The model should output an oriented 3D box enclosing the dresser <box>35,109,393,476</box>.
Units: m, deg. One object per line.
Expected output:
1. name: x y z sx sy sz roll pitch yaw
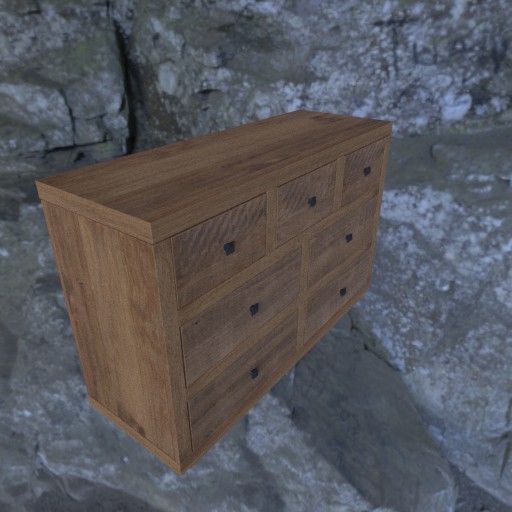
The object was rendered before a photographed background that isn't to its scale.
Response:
1. dresser: 0.000 0.000 1.645 0.479 0.825 1.261 20 34 32
